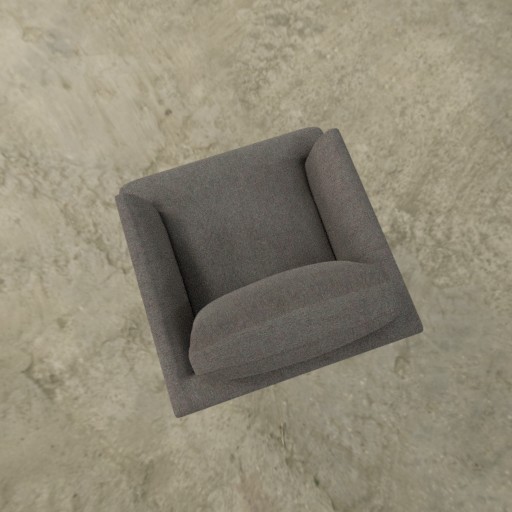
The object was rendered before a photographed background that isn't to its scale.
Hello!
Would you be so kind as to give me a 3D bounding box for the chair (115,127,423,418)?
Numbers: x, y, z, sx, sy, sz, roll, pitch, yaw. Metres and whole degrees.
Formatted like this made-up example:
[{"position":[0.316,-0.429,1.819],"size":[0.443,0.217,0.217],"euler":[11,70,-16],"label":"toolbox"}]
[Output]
[{"position":[0.000,0.000,1.657],"size":[0.858,0.957,0.899],"euler":[-18,76,-5],"label":"chair"}]
